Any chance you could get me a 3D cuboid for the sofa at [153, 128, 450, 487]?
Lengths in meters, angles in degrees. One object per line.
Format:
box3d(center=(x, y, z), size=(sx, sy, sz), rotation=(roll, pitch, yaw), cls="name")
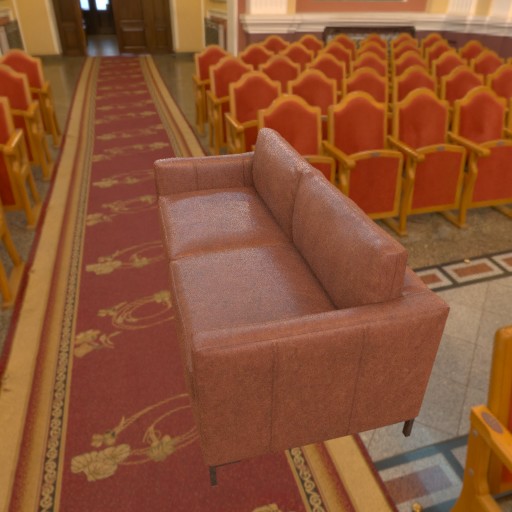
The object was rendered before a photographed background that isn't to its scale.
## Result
box3d(center=(0.000, 0.000, 2.213), size=(0.899, 0.883, 1.797), rotation=(-8, 32, -13), cls="sofa")
